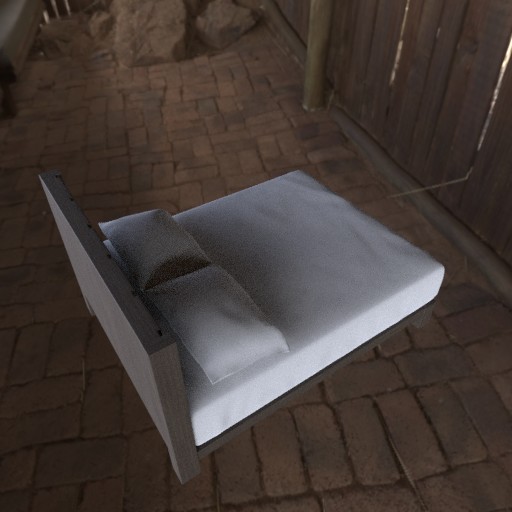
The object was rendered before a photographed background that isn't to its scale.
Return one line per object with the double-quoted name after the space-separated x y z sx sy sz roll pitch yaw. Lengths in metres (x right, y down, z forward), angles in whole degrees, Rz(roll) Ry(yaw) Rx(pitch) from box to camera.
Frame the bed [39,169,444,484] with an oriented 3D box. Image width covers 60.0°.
0.000 0.000 3.235 2.242 1.270 1.727 -24 47 -25 "bed"
